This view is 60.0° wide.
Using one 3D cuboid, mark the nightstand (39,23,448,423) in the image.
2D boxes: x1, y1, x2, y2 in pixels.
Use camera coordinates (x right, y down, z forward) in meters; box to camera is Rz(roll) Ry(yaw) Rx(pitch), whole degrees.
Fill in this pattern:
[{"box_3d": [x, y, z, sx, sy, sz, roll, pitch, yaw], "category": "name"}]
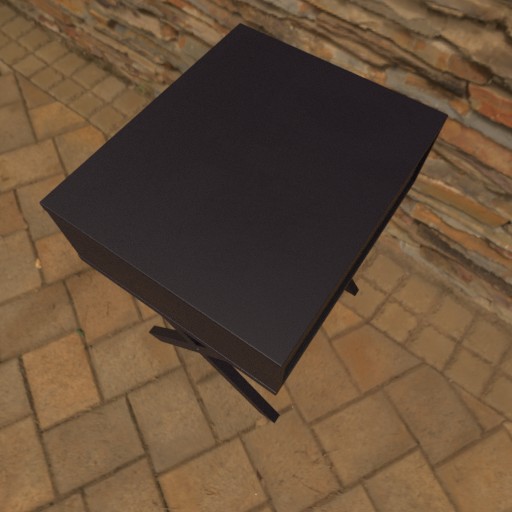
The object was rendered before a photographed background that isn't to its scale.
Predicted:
[{"box_3d": [0.000, 0.000, 0.927, 0.402, 0.623, 0.479, 31, 66, 16], "category": "nightstand"}]
